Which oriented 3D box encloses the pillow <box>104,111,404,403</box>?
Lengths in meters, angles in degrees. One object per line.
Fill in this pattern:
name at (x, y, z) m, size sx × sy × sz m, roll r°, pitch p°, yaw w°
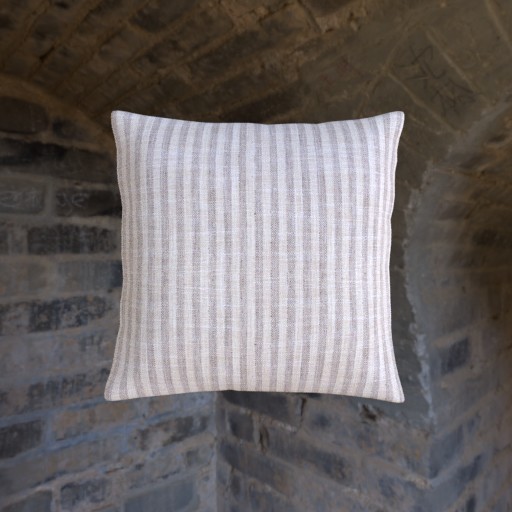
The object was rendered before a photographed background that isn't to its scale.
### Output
pillow at (0.000, 0.000, 0.776) m, size 0.523 × 0.510 × 0.166 m, roll 0°, pitch 0°, yaw -1°
